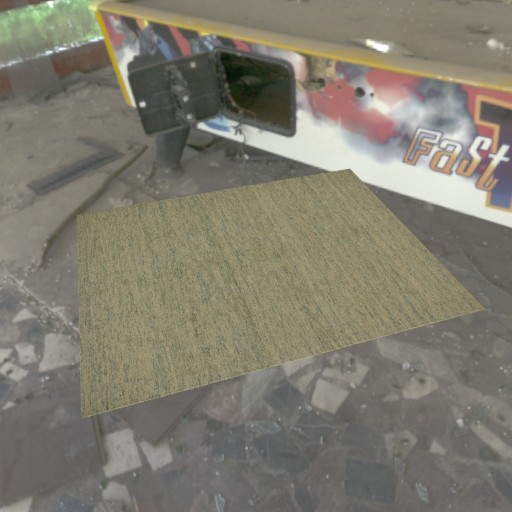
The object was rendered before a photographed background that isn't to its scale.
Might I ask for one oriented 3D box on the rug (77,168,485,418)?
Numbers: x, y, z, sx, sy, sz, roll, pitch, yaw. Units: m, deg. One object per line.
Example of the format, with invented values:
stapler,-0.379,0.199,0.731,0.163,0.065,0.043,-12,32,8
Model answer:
rug,0.000,0.000,4.181,3.201,0.014,2.437,-12,42,-13
